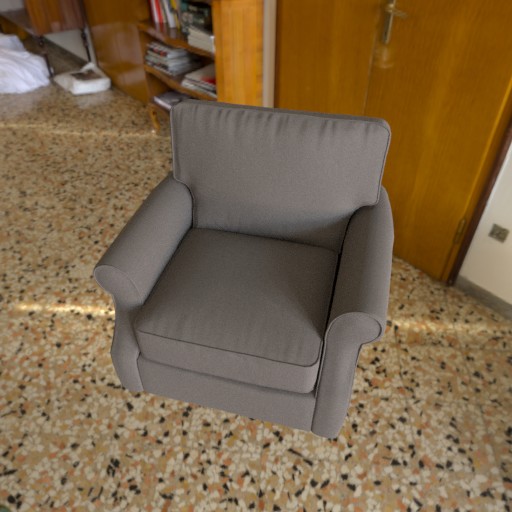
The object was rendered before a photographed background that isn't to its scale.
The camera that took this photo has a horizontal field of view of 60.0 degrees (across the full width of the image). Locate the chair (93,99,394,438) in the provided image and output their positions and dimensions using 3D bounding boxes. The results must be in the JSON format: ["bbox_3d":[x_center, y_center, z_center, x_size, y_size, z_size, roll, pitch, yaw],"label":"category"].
[{"bbox_3d":[0.000,0.000,1.767,1.029,0.967,0.966,10,41,11],"label":"chair"}]
